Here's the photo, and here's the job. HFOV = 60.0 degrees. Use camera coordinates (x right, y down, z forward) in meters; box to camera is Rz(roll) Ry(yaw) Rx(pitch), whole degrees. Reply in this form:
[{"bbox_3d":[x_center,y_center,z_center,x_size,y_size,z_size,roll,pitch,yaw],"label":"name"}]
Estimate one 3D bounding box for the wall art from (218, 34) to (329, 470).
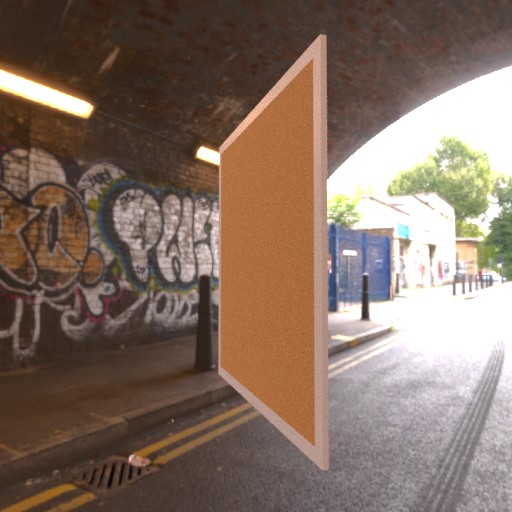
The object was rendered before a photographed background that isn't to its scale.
[{"bbox_3d":[0.000,0.000,1.211,0.013,0.813,0.812,1,-2,-18],"label":"wall art"}]
